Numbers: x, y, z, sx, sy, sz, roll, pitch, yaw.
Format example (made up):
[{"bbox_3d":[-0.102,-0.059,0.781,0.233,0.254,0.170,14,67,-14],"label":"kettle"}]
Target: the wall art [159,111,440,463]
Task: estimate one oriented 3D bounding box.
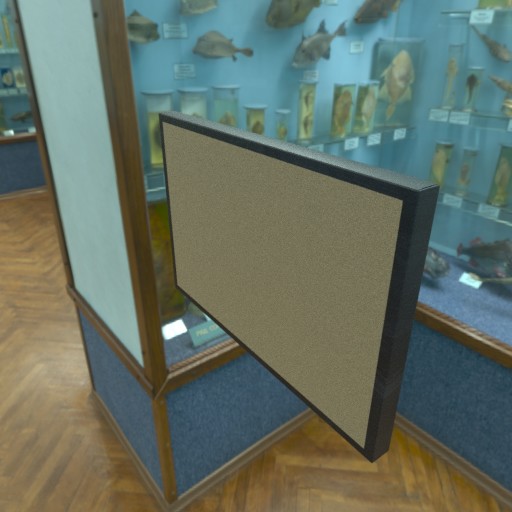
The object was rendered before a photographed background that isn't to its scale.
[{"bbox_3d":[0.000,0.000,0.770,0.038,0.409,0.610,-18,32,-32],"label":"wall art"}]
